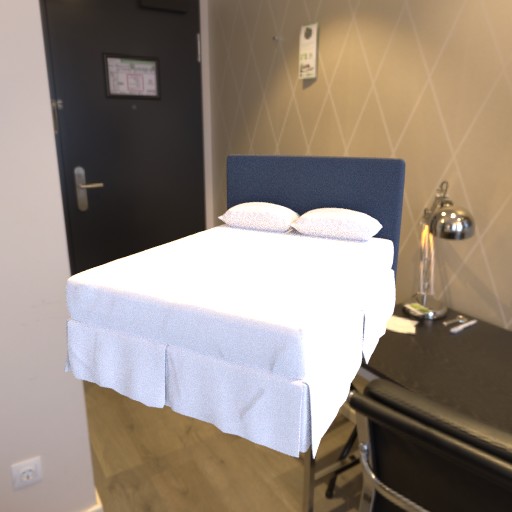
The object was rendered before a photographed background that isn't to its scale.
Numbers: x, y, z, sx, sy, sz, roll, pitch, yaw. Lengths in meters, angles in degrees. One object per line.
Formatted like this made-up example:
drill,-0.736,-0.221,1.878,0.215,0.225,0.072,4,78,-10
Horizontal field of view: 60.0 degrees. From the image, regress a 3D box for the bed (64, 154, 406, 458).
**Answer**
bed,0.000,0.000,3.197,1.713,1.330,2.162,8,17,27
